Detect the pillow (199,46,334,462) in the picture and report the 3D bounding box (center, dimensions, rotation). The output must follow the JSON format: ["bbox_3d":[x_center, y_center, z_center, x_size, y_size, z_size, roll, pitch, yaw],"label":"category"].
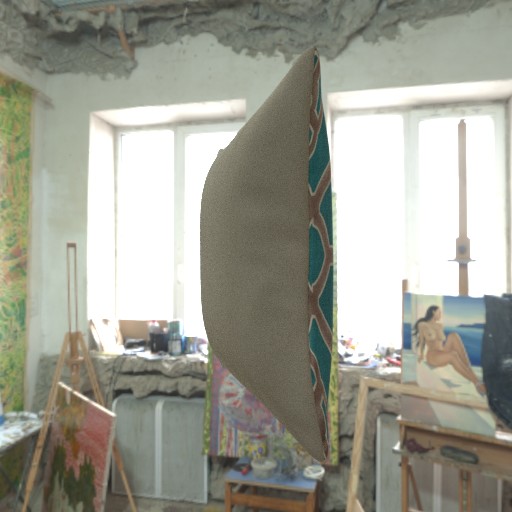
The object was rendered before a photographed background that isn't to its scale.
[{"bbox_3d":[0.000,0.000,0.783,0.166,0.507,0.526,0,-1,-17],"label":"pillow"}]
